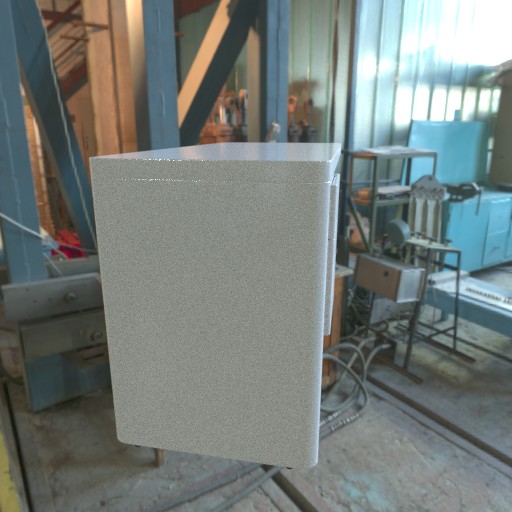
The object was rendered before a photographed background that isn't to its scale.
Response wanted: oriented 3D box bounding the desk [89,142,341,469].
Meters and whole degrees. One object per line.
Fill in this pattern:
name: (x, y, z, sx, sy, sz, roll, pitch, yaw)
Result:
desk: (0.000, 0.000, 1.604, 0.550, 0.760, 1.200, 3, 16, 11)
